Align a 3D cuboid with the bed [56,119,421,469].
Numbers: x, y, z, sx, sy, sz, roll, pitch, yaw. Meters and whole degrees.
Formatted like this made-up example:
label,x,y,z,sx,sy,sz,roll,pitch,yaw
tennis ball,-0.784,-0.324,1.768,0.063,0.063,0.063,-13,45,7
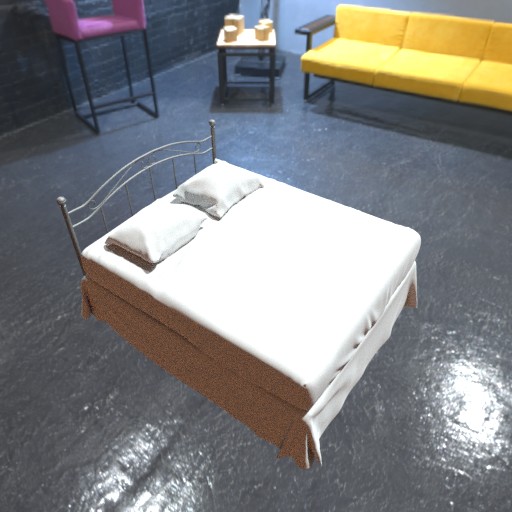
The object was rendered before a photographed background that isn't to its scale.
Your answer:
label,x,y,z,sx,sy,sz,roll,pitch,yaw
bed,0.000,0.000,3.358,2.215,1.080,1.936,25,46,27
